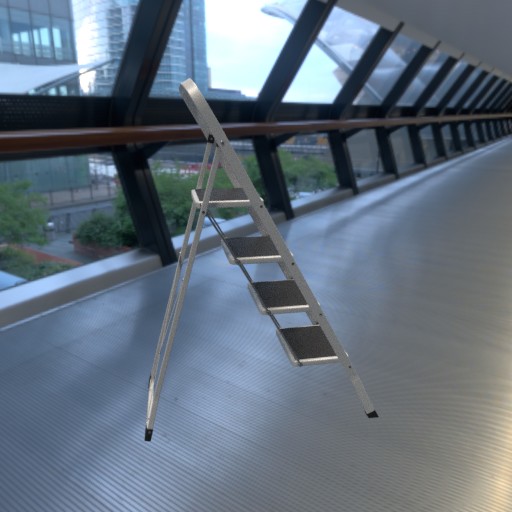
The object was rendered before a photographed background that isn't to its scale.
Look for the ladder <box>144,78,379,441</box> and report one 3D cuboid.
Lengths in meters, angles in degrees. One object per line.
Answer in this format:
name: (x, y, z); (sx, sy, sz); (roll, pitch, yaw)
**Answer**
ladder: (0.000, 0.000, 1.727); (0.914, 1.265, 0.460); (-3, 17, -10)
